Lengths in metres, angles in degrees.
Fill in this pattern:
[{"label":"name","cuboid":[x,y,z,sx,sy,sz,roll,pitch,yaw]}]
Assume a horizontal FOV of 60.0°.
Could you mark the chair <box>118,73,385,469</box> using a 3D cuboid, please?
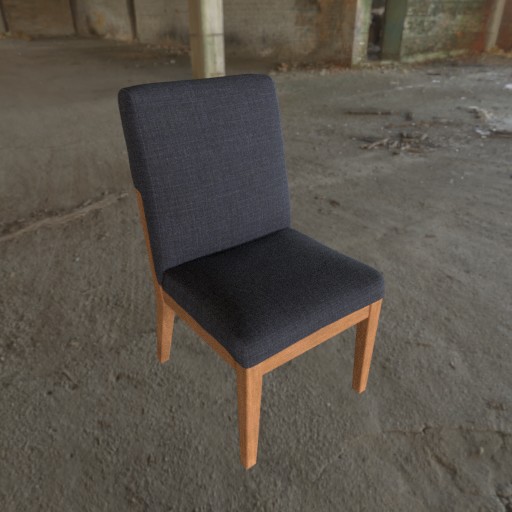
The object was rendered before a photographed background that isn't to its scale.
[{"label":"chair","cuboid":[0.000,0.000,1.287,0.507,0.911,0.586,-20,35,-32]}]
